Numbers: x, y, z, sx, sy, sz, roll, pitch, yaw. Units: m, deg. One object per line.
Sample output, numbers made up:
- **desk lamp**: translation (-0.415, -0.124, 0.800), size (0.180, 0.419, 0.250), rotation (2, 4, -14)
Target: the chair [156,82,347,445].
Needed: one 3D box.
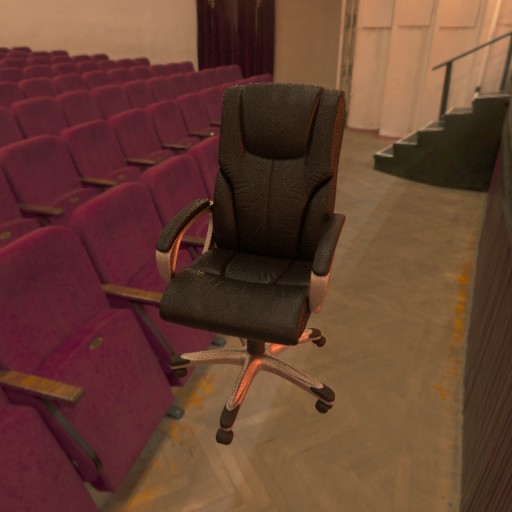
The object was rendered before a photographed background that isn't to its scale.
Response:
- **chair**: translation (0.000, 0.000, 1.649), size (0.700, 1.145, 0.780), rotation (8, 28, 16)
